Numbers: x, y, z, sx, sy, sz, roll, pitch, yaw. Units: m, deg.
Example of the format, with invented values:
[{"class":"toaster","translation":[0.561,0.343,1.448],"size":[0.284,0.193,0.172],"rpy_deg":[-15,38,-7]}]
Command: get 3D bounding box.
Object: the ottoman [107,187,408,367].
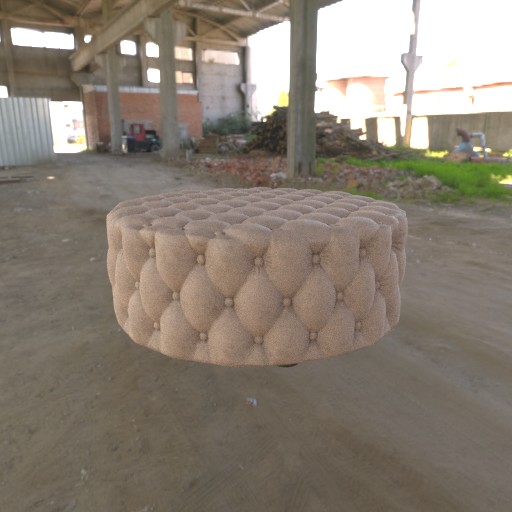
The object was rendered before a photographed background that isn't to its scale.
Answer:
[{"class":"ottoman","translation":[0.000,0.000,1.557],"size":[0.998,0.399,0.998],"rpy_deg":[0,15,0]}]
